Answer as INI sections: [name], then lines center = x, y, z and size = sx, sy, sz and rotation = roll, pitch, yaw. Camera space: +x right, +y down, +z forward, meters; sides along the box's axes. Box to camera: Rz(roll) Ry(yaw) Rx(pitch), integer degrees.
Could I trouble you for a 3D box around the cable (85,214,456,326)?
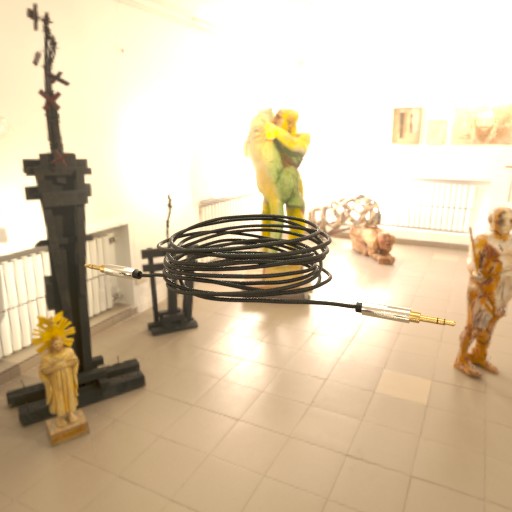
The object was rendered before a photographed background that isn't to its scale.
[cable]
center = 0.000, 0.000, 0.510
size = 0.432, 0.069, 0.198
rotation = 8, 18, 25
